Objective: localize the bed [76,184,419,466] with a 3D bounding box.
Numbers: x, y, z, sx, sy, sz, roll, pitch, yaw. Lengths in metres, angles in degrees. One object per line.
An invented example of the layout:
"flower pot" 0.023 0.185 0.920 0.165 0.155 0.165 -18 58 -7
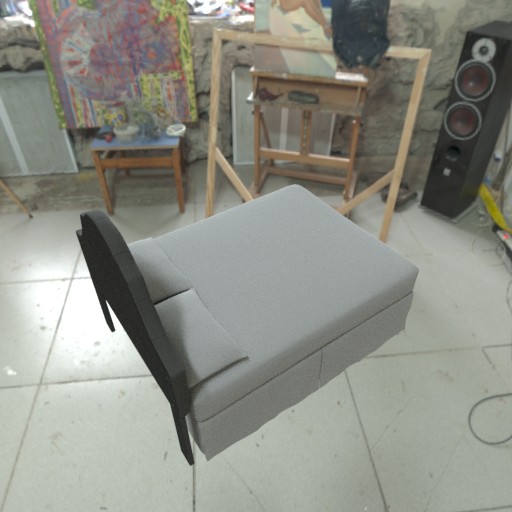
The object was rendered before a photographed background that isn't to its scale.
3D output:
"bed" 0.000 0.000 3.389 2.155 1.575 1.636 -25 47 -26
